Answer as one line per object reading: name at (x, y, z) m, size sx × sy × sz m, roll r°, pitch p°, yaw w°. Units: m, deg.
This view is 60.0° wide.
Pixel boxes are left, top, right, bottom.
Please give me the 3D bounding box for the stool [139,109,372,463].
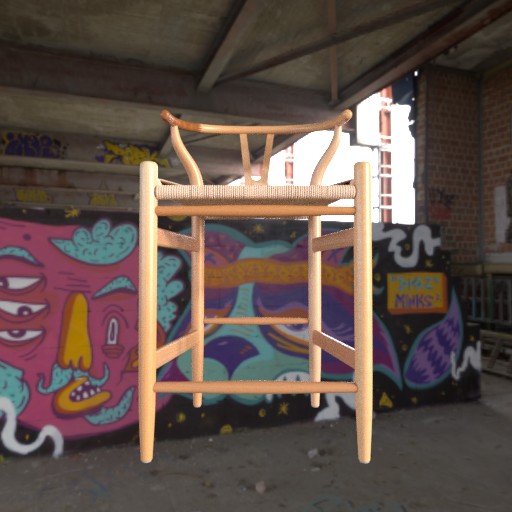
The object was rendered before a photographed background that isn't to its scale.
stool at (0.000, 0.000, 1.260) m, size 0.536 × 0.923 × 0.575 m, roll 0°, pitch -2°, yaw 0°
